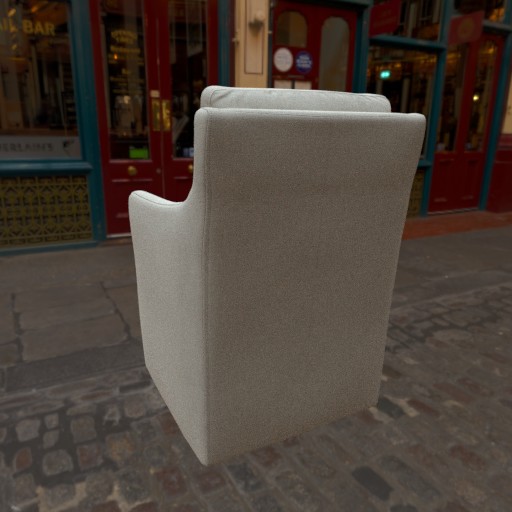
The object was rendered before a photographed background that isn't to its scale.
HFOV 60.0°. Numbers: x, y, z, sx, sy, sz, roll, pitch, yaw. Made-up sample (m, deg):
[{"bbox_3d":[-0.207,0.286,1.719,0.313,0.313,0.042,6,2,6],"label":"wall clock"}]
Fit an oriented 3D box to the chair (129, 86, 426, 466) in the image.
[{"bbox_3d":[0.000,0.000,1.341,0.626,0.914,0.694,-8,17,-27],"label":"chair"}]
